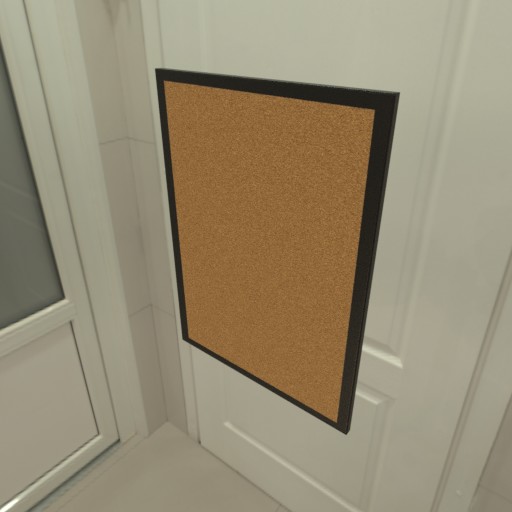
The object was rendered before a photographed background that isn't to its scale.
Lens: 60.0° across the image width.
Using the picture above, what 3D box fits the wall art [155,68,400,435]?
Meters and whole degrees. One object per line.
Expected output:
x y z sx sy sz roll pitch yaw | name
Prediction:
0.000 0.000 0.876 0.480 0.657 0.016 21 35 33 | wall art
